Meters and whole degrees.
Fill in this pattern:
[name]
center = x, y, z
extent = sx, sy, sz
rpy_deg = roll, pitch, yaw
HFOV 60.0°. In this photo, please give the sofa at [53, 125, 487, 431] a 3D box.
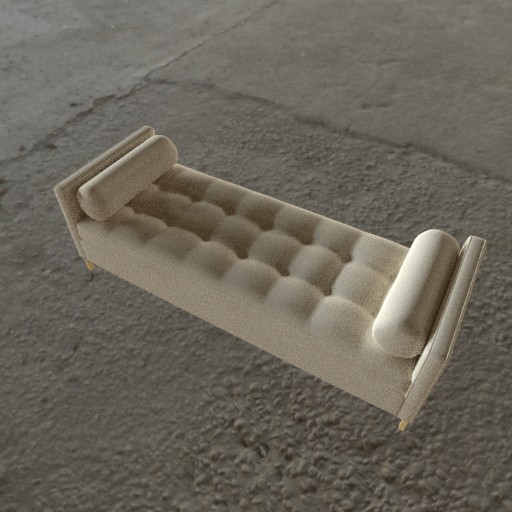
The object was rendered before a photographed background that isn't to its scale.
[sofa]
center = 0.000, 0.000, 2.318
extent = 1.985, 0.641, 0.746
rpy_deg = 23, 50, 21
